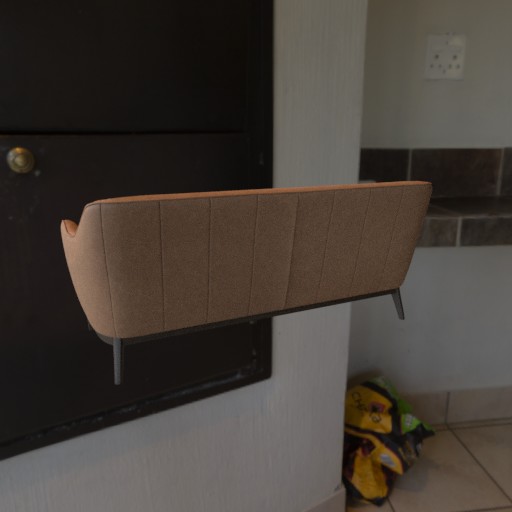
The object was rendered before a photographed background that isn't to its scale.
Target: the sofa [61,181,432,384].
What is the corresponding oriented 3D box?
[{"bbox_3d":[0.000,0.000,2.465,1.928,0.830,0.869,-7,16,-25],"label":"sofa"}]
